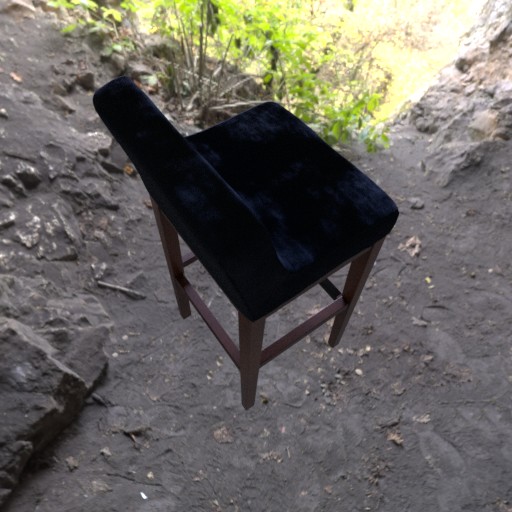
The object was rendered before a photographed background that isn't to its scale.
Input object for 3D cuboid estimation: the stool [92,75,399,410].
[{"bbox_3d":[0.000,0.000,1.287,0.500,1.037,0.511,-31,61,-19],"label":"stool"}]
